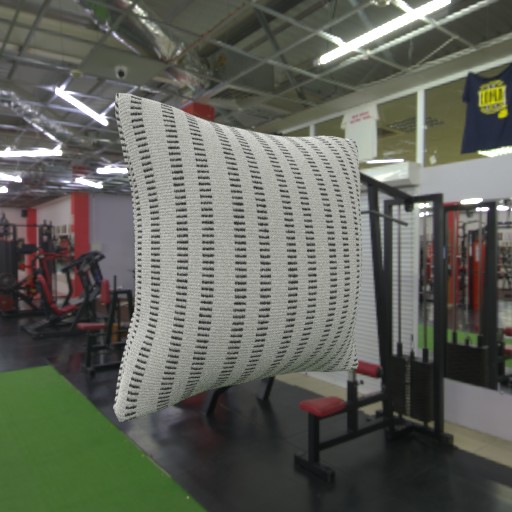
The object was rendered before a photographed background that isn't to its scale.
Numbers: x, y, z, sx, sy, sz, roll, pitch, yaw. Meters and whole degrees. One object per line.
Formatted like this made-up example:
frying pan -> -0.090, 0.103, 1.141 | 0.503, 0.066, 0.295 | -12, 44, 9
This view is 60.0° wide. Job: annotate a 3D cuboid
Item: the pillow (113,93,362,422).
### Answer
pillow -> 0.000, 0.000, 0.683 | 0.438, 0.419, 0.247 | -1, 1, -35
